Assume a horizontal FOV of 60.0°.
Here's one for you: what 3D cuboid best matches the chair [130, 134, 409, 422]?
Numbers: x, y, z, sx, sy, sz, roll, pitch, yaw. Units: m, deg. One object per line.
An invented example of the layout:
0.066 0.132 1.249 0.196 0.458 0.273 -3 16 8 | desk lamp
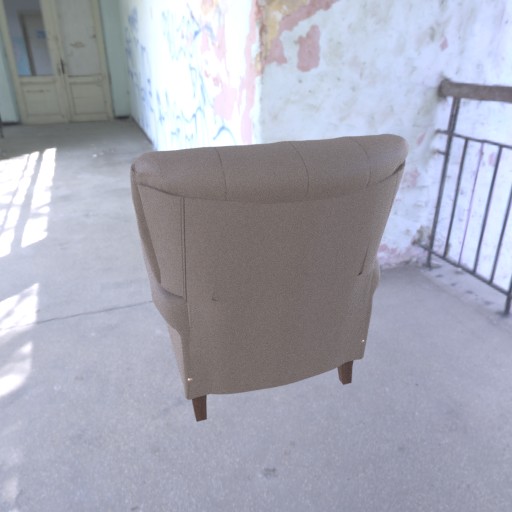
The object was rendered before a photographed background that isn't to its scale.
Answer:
0.000 0.000 1.938 0.999 1.138 1.041 -8 27 -17 | chair
